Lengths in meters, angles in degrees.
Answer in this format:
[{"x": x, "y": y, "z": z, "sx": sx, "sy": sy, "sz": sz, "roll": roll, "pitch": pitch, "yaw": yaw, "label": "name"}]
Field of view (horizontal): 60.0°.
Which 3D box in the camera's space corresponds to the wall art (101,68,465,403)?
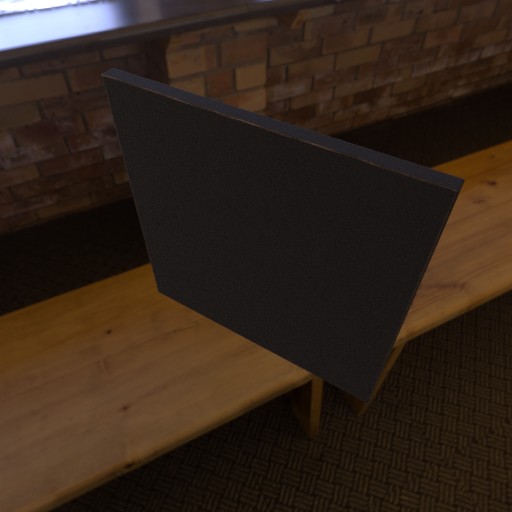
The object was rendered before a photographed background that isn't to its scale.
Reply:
[{"x": 0.000, "y": 0.000, "z": 0.444, "sx": 0.304, "sy": 0.303, "sz": 0.015, "roll": 24, "pitch": 52, "yaw": 21, "label": "wall art"}]
